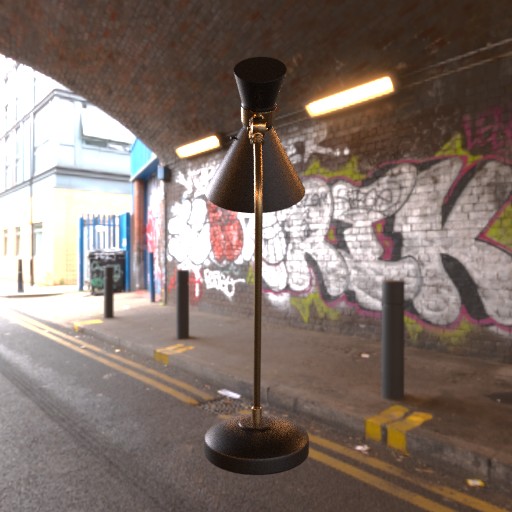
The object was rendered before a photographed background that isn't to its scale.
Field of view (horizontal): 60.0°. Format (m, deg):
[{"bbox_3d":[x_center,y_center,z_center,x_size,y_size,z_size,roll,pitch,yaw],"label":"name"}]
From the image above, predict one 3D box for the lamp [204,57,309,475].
[{"bbox_3d":[0.000,0.000,0.772,0.189,0.647,0.292,0,0,-1],"label":"lamp"}]
